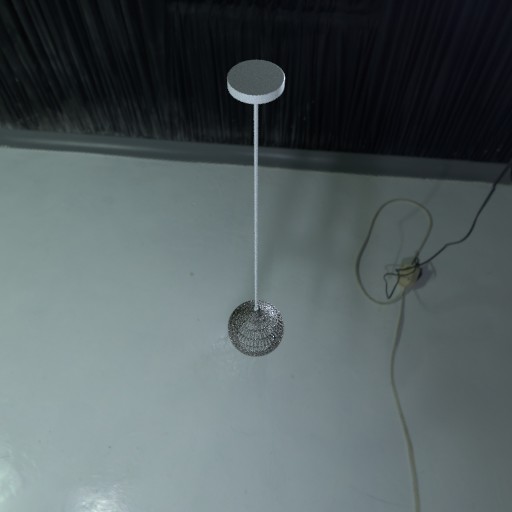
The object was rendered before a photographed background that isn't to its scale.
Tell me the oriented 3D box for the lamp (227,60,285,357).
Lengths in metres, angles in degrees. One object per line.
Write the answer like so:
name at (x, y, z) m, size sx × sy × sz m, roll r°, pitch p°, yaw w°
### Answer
lamp at (0.000, 0.000, 2.093) m, size 0.355 × 1.919 × 0.355 m, roll 1°, pitch 57°, yaw 1°
